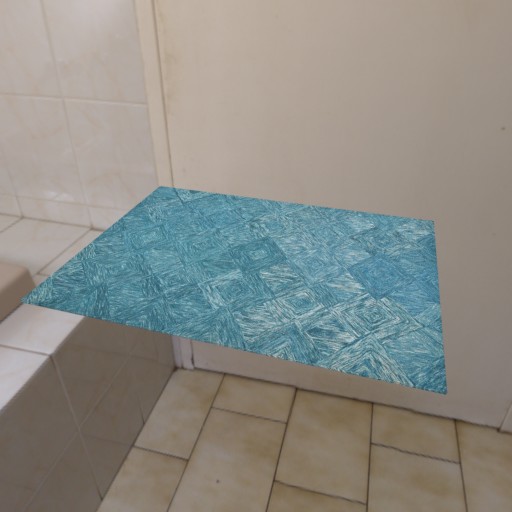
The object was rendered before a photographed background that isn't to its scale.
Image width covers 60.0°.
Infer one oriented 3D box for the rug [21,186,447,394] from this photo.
[{"bbox_3d":[0.000,0.000,4.130,3.217,0.027,2.405,9,33,14],"label":"rug"}]
